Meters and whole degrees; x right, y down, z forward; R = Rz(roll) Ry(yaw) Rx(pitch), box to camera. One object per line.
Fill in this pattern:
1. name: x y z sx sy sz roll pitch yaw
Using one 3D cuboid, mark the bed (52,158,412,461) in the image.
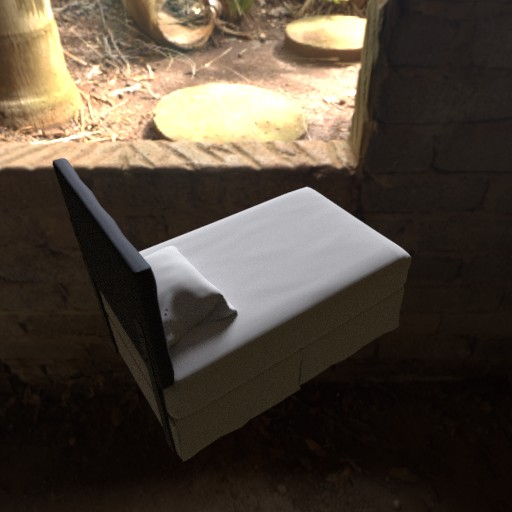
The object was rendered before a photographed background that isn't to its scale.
1. bed: 0.000 0.000 3.023 1.997 1.571 1.261 -25 46 -26
